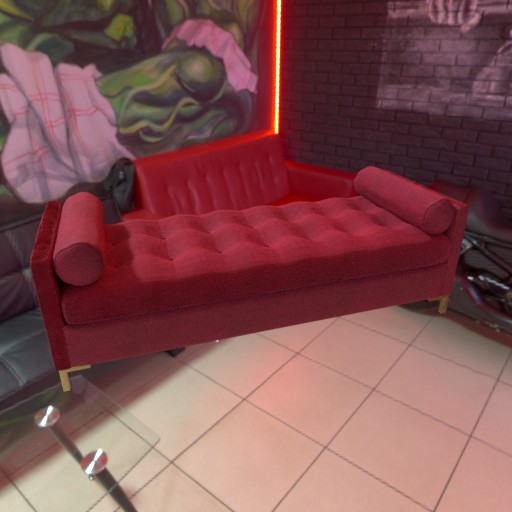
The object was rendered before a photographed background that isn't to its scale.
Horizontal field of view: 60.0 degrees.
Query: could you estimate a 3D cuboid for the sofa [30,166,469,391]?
[{"bbox_3d":[0.000,0.000,2.432,2.102,0.705,0.796,-8,27,-16],"label":"sofa"}]
